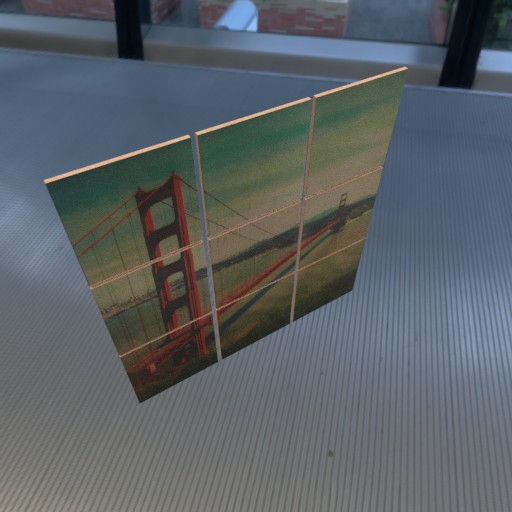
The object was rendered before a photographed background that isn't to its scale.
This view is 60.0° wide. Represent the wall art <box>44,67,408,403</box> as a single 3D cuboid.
[{"bbox_3d":[0.000,0.000,1.313,0.917,0.910,0.012,-24,51,-21],"label":"wall art"}]
